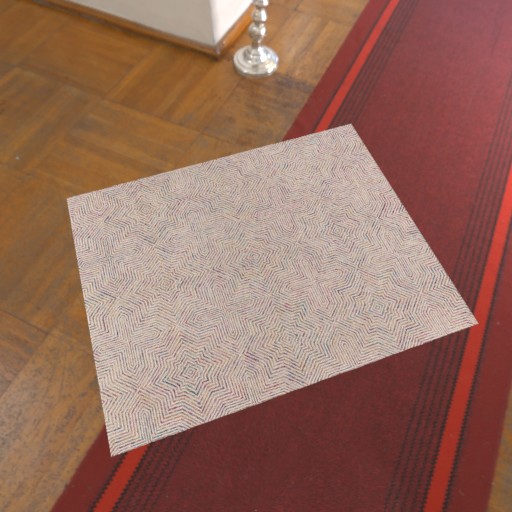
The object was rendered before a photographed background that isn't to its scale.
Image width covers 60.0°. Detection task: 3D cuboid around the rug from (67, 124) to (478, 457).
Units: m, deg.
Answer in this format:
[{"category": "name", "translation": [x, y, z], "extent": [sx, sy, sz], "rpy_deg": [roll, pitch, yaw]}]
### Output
[{"category": "rug", "translation": [0.000, 0.000, 3.989], "extent": [3.046, 0.008, 2.442], "rpy_deg": [-17, 62, -9]}]
